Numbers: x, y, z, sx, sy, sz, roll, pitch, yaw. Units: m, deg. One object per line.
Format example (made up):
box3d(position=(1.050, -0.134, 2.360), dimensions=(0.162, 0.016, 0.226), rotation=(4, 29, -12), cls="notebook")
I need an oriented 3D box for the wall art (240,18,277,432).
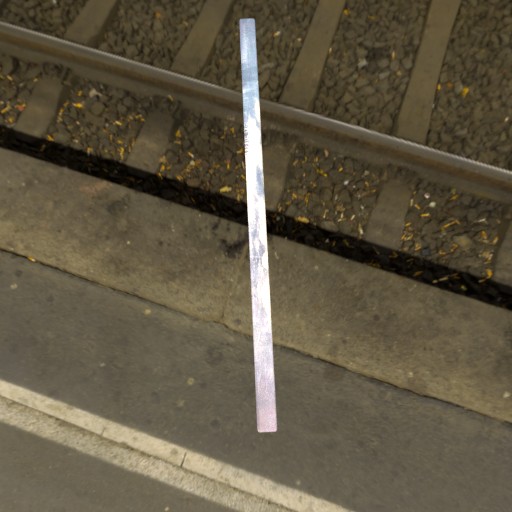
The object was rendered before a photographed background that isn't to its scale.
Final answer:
box3d(position=(0.000, 0.000, 1.332), dimensions=(0.035, 0.897, 0.888), rotation=(-3, 75, -1), cls="wall art")
